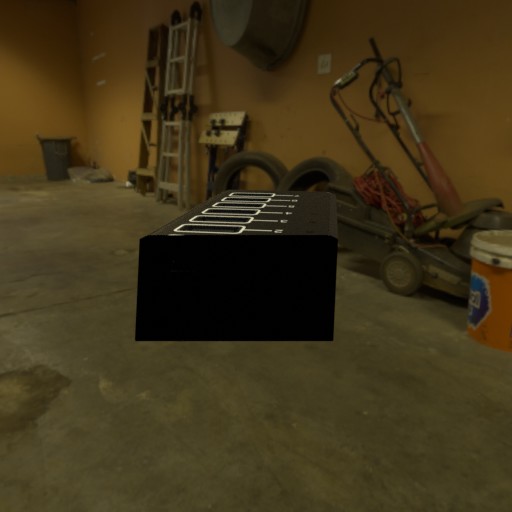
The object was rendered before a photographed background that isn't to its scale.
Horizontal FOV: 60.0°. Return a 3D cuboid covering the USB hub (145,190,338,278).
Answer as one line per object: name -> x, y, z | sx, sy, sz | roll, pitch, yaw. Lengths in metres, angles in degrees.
USB hub -> 0.000, 0.000, 0.125 | 0.044, 0.023, 0.110 | 3, 16, 9
